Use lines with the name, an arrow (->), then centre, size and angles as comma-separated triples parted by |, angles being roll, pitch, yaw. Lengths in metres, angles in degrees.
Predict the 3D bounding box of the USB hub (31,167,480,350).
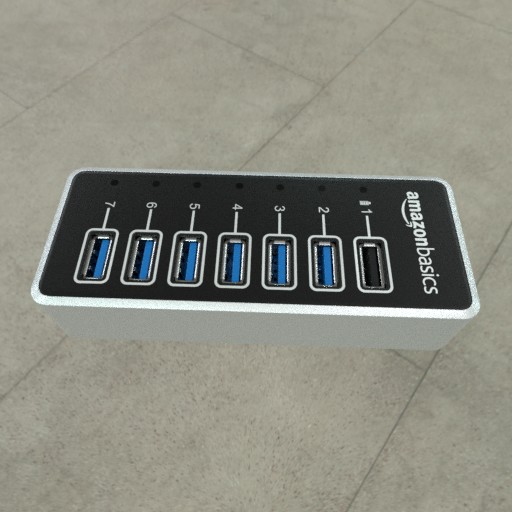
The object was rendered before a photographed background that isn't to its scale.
USB hub -> 0.000, 0.000, 0.126 | 0.110, 0.023, 0.044 | 2, 59, 1
